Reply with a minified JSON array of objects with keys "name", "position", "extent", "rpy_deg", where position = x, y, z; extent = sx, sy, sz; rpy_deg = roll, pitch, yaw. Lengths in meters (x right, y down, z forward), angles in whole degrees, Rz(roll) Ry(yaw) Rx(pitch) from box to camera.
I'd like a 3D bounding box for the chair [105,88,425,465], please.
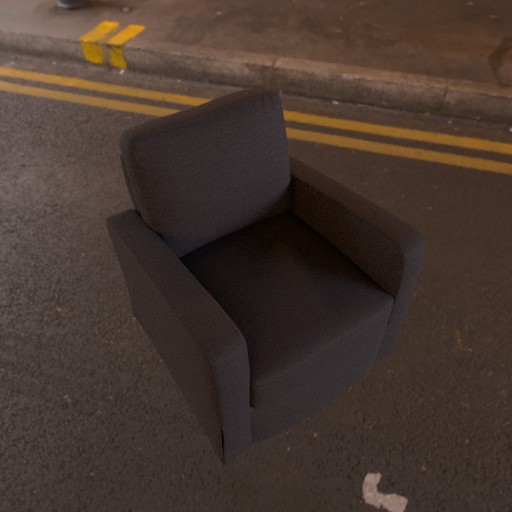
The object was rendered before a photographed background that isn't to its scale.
[{"name":"chair","position":[0.000,0.000,1.539],"extent":[0.798,0.855,0.863],"rpy_deg":[-25,50,-23]}]
